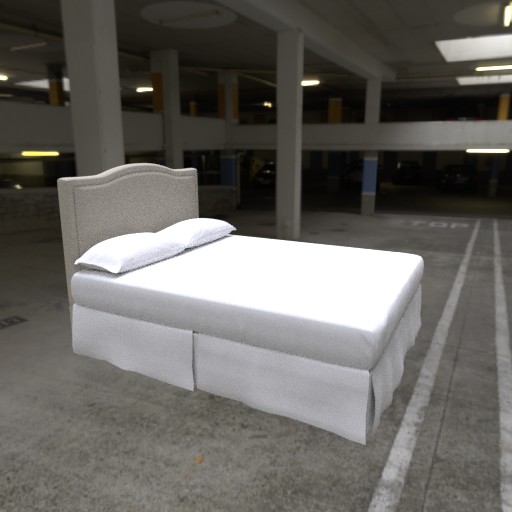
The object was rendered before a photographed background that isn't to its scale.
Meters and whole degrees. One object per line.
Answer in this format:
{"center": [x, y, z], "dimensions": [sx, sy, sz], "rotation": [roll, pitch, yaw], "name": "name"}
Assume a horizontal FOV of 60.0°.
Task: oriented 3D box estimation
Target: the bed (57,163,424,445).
{"center": [0.000, 0.000, 3.616], "dimensions": [2.477, 1.437, 1.977], "rotation": [7, 16, 27], "name": "bed"}
